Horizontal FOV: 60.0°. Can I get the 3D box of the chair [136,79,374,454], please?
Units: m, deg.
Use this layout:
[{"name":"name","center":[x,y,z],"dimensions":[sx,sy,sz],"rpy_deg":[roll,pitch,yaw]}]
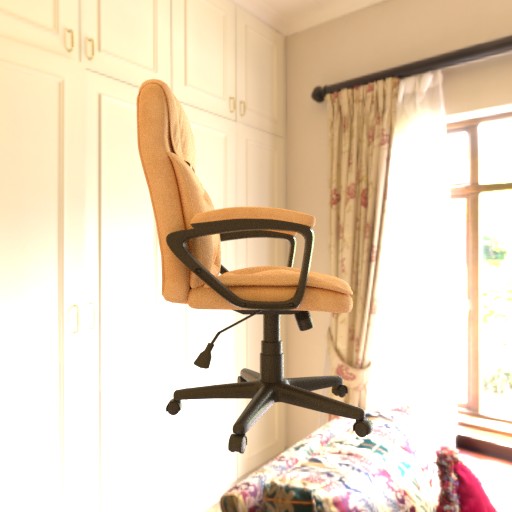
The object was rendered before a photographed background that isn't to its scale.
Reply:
[{"name":"chair","center":[0.000,0.000,1.552],"dimensions":[0.724,1.105,0.667],"rpy_deg":[0,0,0]}]
